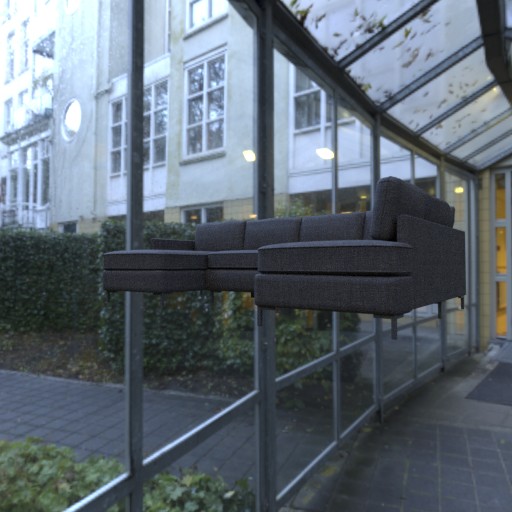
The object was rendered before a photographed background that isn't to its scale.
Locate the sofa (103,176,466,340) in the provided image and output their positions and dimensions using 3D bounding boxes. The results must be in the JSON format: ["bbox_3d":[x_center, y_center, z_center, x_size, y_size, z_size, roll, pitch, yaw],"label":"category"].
[{"bbox_3d":[0.000,0.000,4.282,3.423,0.999,2.048,-1,-1,36],"label":"sofa"}]
